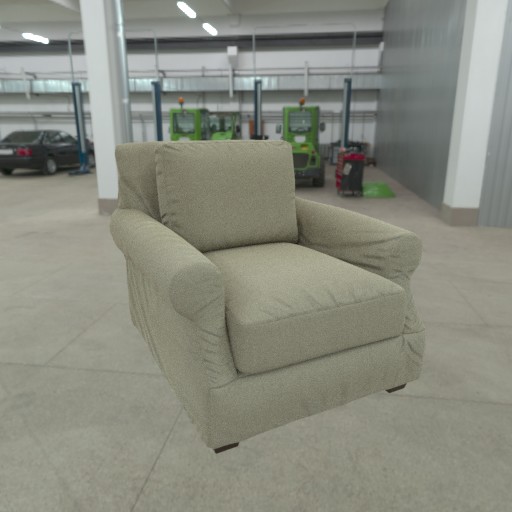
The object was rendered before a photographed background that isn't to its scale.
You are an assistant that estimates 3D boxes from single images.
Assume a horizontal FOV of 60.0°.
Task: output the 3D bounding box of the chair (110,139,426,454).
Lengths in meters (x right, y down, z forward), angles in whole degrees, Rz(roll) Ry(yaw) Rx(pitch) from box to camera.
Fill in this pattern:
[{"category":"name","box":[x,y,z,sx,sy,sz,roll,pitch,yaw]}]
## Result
[{"category":"chair","box":[0.000,0.000,1.727,0.940,0.866,1.066,-8,18,-26]}]
